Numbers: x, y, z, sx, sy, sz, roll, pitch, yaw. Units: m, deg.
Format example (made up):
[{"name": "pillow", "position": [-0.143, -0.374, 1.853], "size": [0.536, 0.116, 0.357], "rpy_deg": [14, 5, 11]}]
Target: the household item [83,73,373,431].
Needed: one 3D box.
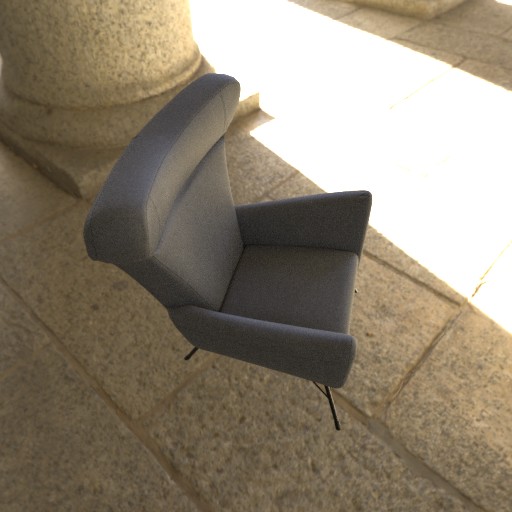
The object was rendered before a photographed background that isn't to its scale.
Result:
[{"name": "household item", "position": [0.000, 0.000, 1.750], "size": [0.900, 1.050, 0.980], "rpy_deg": [10, 47, 10]}]
